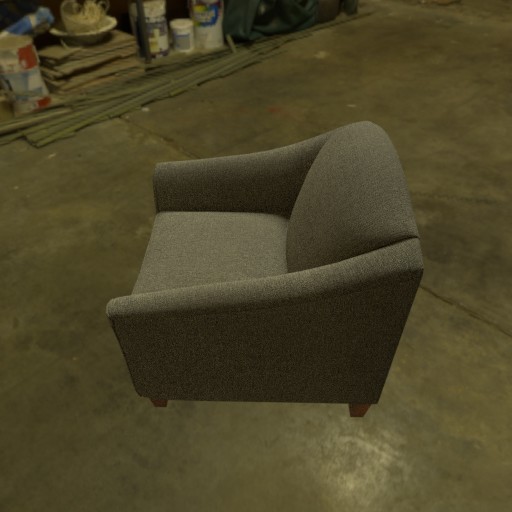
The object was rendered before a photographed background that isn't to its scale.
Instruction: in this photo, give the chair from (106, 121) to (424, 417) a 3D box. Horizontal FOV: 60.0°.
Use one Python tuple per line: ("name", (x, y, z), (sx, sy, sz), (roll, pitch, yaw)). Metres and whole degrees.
("chair", (0.000, 0.000, 1.477), (0.787, 0.839, 0.763), (0, 42, 0))
